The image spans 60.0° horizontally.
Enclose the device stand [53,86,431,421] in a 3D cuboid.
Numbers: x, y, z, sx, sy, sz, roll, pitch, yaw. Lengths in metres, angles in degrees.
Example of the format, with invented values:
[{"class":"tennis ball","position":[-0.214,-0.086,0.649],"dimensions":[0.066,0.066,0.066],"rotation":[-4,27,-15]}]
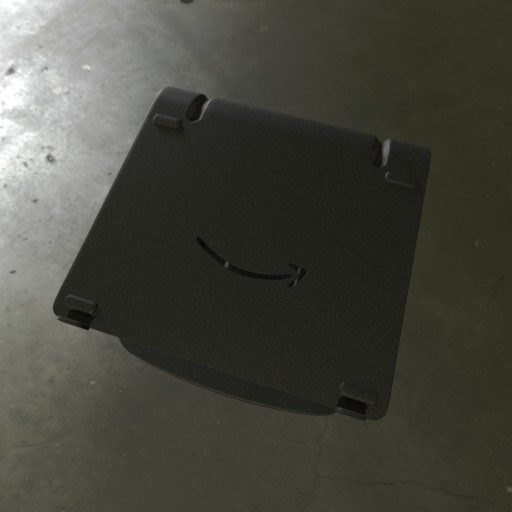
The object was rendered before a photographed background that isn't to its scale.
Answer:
[{"class":"device stand","position":[0.000,0.000,0.403],"dimensions":[0.256,0.155,0.236],"rotation":[16,64,8]}]
